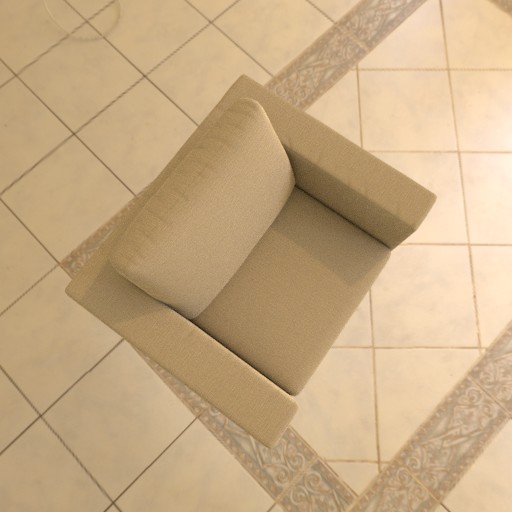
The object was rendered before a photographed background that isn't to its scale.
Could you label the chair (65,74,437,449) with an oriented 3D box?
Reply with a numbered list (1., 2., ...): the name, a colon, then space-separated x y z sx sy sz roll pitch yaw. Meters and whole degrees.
1. chair: 0.000 0.000 1.843 0.957 0.878 1.150 35 79 8
